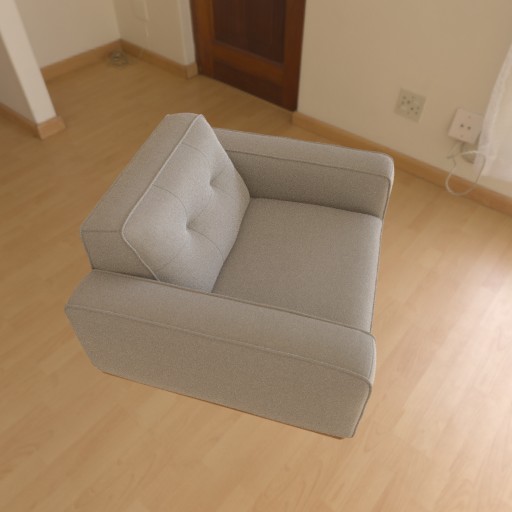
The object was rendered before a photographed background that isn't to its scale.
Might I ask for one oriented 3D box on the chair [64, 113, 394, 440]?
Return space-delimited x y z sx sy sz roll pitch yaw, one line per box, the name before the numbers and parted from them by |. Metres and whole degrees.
chair | 0.000 0.000 1.739 0.953 0.779 1.115 11 48 10
